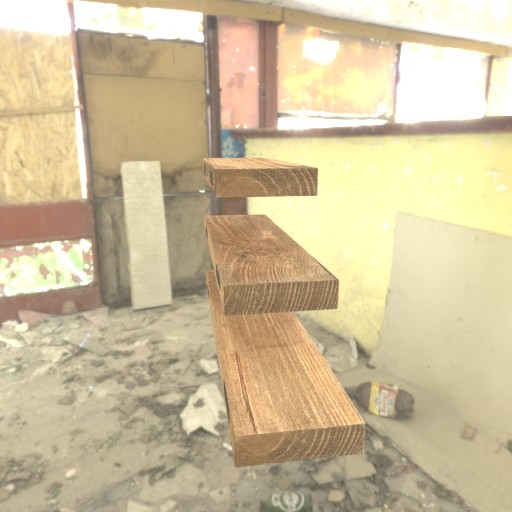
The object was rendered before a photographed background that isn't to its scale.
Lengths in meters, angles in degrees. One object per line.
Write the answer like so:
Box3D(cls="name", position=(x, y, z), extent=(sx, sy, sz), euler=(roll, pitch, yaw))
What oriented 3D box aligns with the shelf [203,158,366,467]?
Box3D(cls="shelf", position=(0.000, 0.000, 0.724), extent=(0.140, 0.293, 0.610), euler=(-2, 15, -9))
